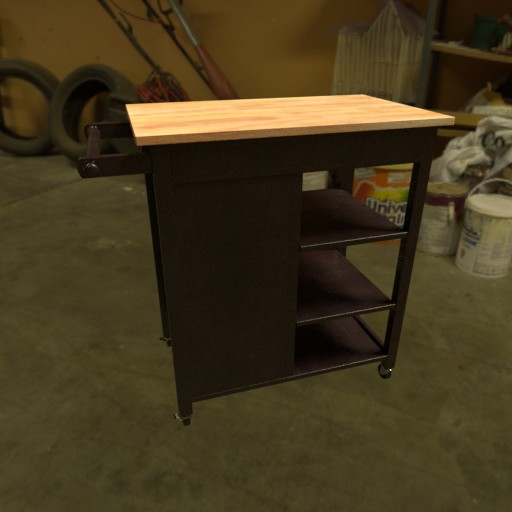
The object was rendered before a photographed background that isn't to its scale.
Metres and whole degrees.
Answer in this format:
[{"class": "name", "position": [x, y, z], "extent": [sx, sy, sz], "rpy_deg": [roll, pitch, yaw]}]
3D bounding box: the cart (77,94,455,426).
[{"class": "cart", "position": [0.000, 0.000, 1.400], "extent": [0.914, 0.878, 0.472], "rpy_deg": [-8, 28, -15]}]
